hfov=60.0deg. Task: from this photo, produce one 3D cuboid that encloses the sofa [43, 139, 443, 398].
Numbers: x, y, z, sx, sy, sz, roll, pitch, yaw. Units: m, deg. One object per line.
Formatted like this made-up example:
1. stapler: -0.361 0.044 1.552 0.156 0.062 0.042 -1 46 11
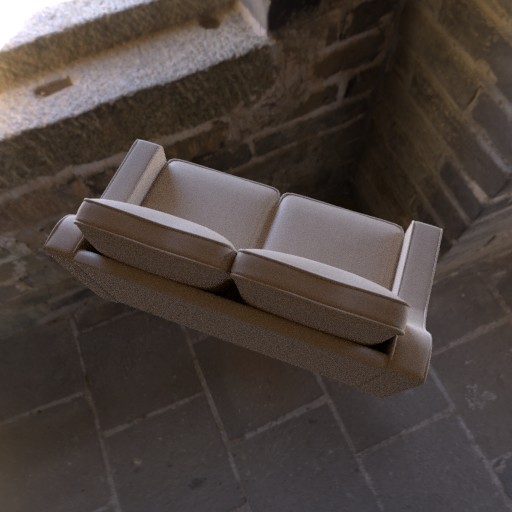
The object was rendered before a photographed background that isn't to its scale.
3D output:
1. sofa: 0.000 0.000 3.485 2.587 1.562 1.351 18 65 9
